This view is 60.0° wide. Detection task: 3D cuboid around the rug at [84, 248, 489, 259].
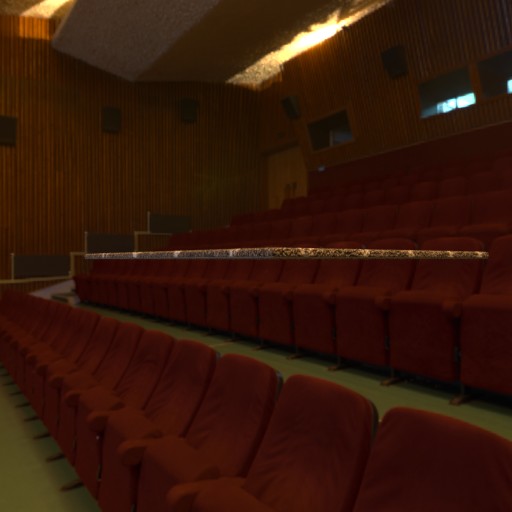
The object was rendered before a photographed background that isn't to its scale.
[{"bbox_3d":[0.000,0.000,2.276,1.219,0.030,1.778,0,-1,-37],"label":"rug"}]
